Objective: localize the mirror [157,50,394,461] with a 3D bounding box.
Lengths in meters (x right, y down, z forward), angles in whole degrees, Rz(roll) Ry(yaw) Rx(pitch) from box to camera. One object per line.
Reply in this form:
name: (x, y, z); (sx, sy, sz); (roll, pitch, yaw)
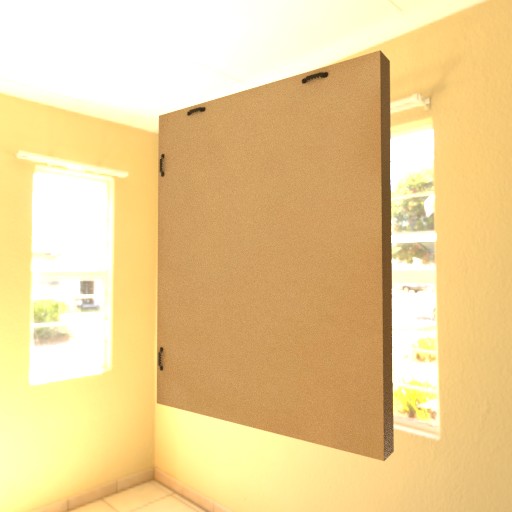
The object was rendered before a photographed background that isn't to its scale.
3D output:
mirror: (0.000, 0.000, 0.678); (0.406, 0.509, 0.041); (-1, -2, 35)
